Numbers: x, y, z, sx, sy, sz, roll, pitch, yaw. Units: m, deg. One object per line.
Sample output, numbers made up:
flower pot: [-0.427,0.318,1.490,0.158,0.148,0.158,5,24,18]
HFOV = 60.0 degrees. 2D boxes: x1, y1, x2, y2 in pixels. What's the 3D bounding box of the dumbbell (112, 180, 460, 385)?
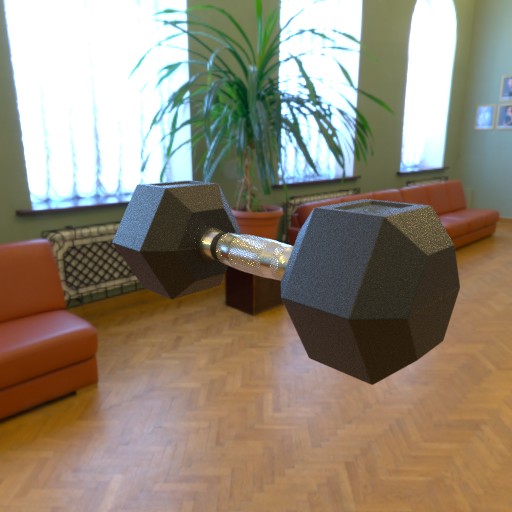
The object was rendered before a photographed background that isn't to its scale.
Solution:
dumbbell: [0.000,0.000,0.432,0.356,0.123,0.141,14,20,43]
